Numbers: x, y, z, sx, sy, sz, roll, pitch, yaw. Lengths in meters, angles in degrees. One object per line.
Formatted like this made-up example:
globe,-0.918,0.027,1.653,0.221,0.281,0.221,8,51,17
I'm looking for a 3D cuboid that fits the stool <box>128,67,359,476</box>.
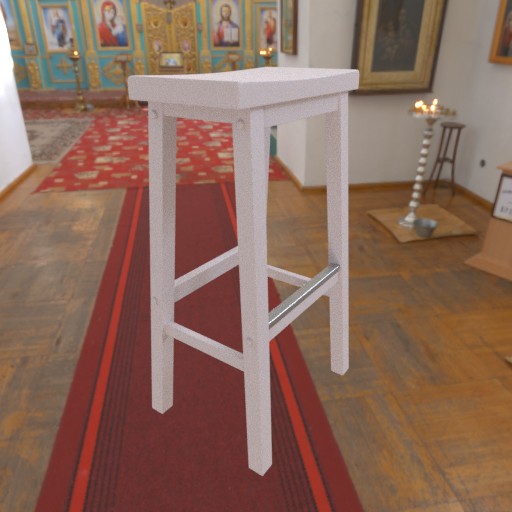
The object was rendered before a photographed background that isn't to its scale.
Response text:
stool,0.000,0.000,0.968,0.322,0.742,0.406,17,30,32
